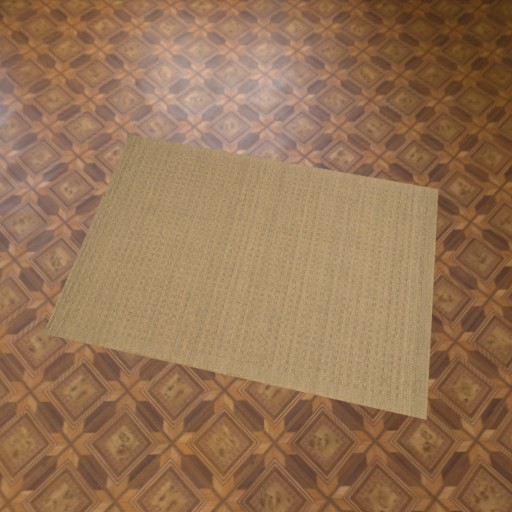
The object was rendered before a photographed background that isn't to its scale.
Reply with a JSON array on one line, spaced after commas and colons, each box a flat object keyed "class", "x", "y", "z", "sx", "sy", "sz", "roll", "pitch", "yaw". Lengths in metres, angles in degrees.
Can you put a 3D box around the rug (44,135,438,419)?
[{"class": "rug", "x": 0.000, "y": 0.000, "z": 3.673, "sx": 2.895, "sy": 0.006, "sz": 1.981, "roll": 11, "pitch": 65, "yaw": 5}]
